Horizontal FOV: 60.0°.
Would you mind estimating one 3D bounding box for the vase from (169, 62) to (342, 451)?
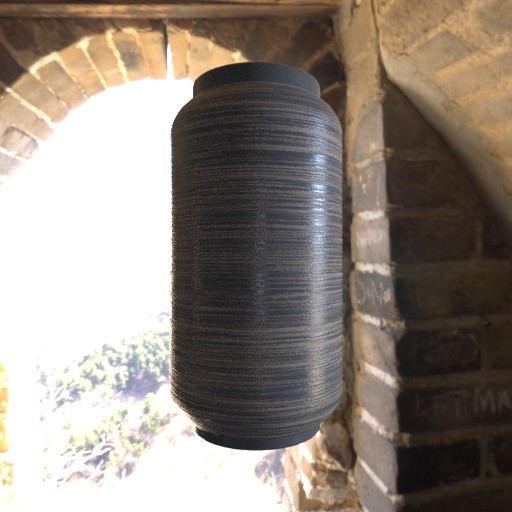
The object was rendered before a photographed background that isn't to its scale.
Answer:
[{"bbox_3d":[0.000,0.000,0.303,0.116,0.230,0.116,0,0,0],"label":"vase"}]
